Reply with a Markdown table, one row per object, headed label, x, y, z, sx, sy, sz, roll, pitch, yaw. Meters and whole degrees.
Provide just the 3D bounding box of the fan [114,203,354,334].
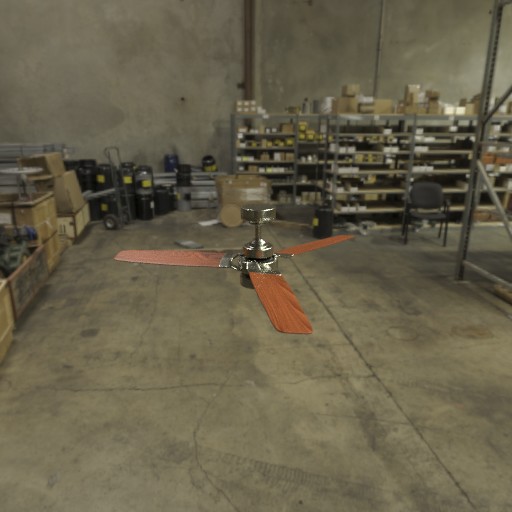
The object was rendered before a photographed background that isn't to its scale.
| label | x | y | z | sx | sy | sz | roll | pitch | yaw |
| --- | --- | --- | --- | --- | --- | --- | --- | --- | --- |
| fan | 0.000 | 0.000 | 2.098 | 1.416 | 0.410 | 1.271 | -3 | 18 | -9 |
